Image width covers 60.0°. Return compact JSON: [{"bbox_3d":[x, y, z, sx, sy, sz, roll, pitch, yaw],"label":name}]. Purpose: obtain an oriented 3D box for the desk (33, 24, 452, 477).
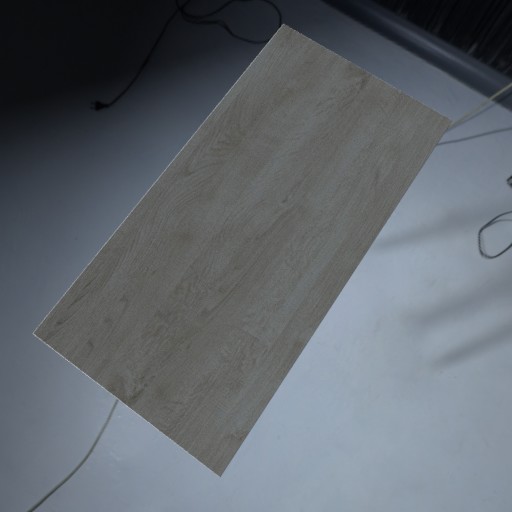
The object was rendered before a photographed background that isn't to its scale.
[{"bbox_3d":[0.000,0.000,1.500,0.560,0.730,1.096,34,78,8],"label":"desk"}]
